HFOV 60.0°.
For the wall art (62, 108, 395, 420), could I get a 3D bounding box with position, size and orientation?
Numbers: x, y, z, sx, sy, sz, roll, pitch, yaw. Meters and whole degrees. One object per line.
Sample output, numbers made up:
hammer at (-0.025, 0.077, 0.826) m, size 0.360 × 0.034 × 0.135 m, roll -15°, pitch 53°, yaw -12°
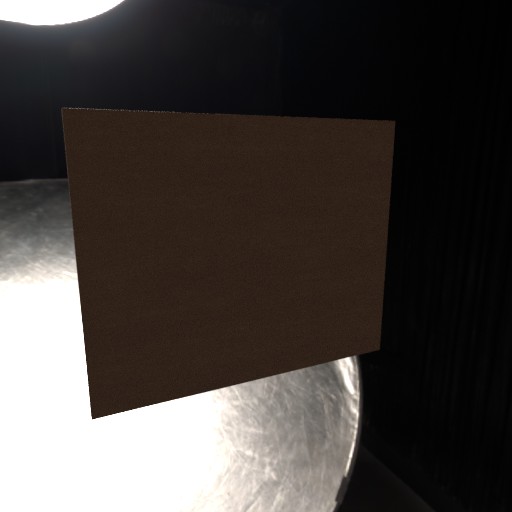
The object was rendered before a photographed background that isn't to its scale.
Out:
wall art at (0.000, 0.000, 0.675) m, size 0.508 × 0.408 × 0.012 m, roll -6°, pitch 15°, yaw -25°
